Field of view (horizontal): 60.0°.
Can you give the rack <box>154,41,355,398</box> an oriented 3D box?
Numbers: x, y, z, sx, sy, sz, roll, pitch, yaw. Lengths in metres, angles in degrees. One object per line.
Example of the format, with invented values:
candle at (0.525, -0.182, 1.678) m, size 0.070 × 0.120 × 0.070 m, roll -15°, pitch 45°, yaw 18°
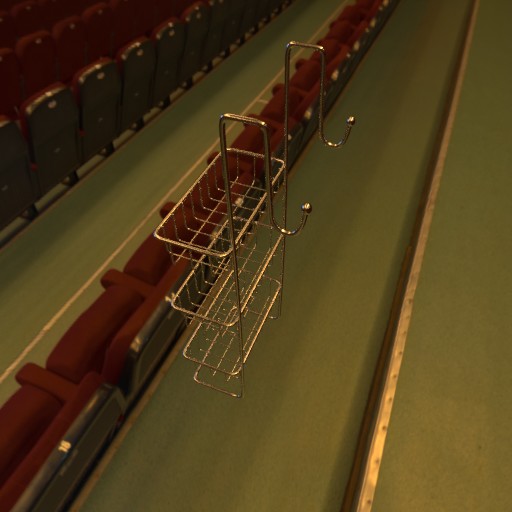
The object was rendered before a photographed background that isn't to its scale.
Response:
rack at (0.000, 0.000, 0.686) m, size 0.202 × 0.574 × 0.228 m, roll 16°, pitch 48°, yaw 15°
